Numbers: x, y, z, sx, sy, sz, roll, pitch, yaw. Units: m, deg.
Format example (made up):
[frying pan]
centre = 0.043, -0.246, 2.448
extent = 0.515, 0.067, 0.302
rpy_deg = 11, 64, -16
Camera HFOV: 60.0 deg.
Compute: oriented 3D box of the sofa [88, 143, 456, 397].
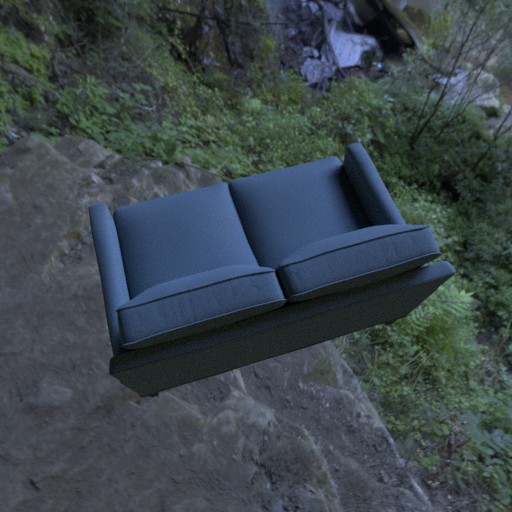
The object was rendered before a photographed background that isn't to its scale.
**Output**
[sofa]
centre = 0.000, 0.000, 2.360
extent = 1.597, 1.003, 1.084
rpy_deg = -15, 61, -8
